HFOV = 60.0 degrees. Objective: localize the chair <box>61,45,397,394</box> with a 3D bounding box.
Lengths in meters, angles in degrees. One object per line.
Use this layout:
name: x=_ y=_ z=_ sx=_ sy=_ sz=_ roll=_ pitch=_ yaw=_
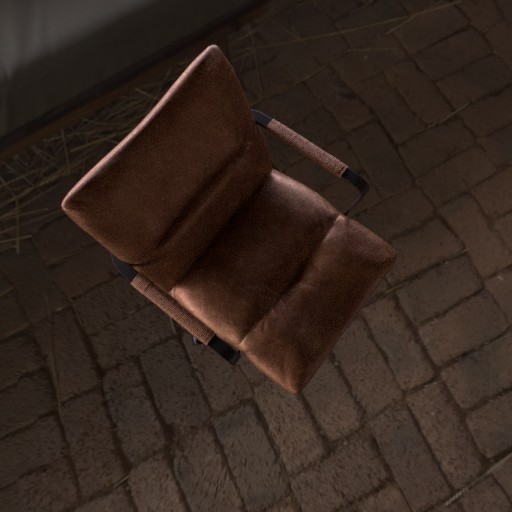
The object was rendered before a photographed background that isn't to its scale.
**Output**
chair: x=0.000 y=0.000 z=1.455 sx=0.754 sy=0.922 sz=0.727 roll=37 pitch=78 yaw=9
